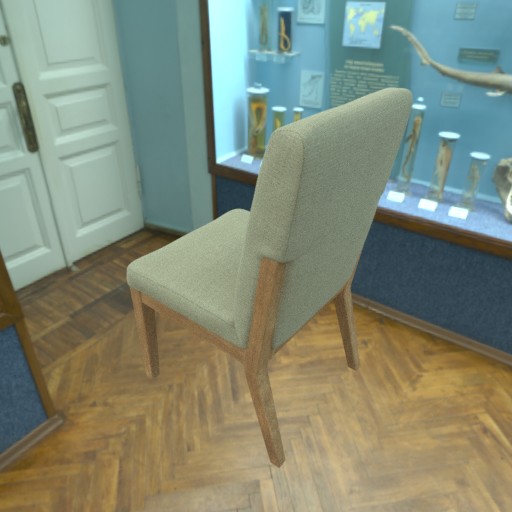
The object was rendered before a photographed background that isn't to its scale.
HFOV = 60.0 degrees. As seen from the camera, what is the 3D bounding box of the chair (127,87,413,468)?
[{"bbox_3d":[0.000,0.000,1.256,0.586,0.911,0.507,22,38,32],"label":"chair"}]
